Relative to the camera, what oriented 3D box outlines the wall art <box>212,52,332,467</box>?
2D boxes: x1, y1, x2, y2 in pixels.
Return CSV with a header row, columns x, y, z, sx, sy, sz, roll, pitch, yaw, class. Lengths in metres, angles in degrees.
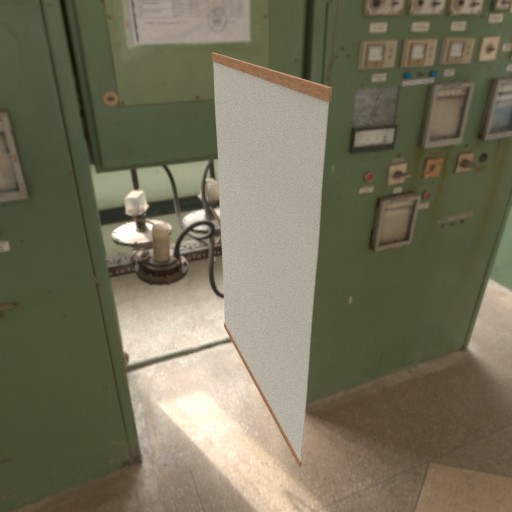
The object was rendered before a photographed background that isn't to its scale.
x,y,z,sx,sy,sz,roll,pitch,yaw,class
0.000,0.000,1.919,0.019,1.527,1.019,-11,31,-19,wall art
